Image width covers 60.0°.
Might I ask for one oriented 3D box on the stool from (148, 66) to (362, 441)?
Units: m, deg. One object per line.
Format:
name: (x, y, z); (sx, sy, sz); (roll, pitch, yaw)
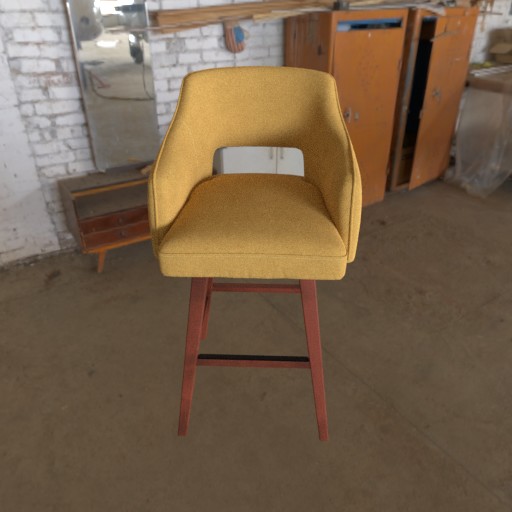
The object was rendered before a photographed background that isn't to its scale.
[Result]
stool: (0.000, 0.000, 1.363); (0.548, 1.012, 0.558); (1, 31, 2)
